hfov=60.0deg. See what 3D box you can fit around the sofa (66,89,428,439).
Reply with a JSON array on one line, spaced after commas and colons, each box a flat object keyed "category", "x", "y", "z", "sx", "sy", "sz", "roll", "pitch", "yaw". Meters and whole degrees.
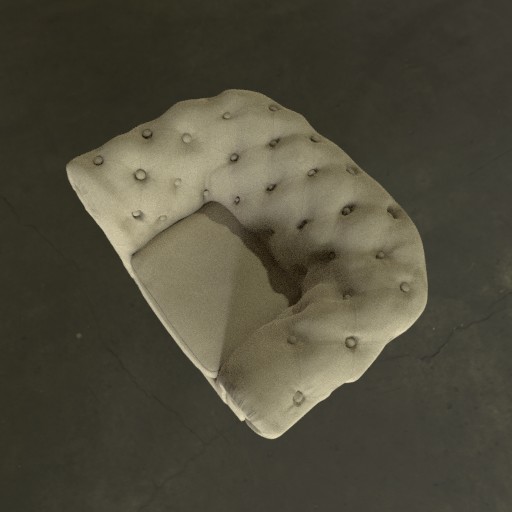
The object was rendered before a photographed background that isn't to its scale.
[{"category": "sofa", "x": 0.000, "y": 0.000, "z": 2.056, "sx": 1.034, "sy": 0.878, "sz": 1.405, "roll": -35, "pitch": 68, "yaw": -16}]
